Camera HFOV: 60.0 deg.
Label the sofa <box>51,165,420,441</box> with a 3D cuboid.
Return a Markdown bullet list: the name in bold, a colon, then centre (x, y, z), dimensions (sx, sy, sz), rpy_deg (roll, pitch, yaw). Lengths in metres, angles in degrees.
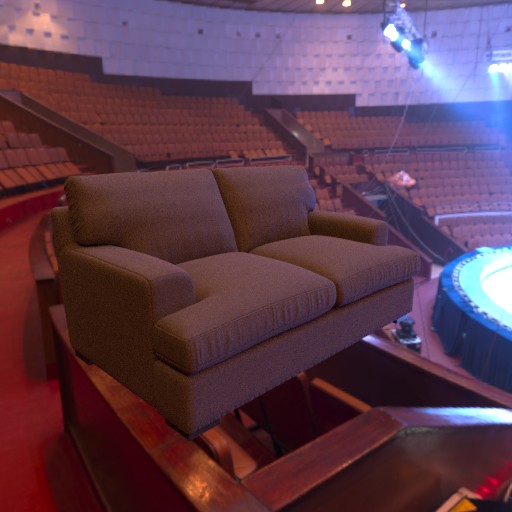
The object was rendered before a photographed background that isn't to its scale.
- **sofa**: centre (0.000, 0.000, 2.512), dimensions (1.140, 0.950, 1.869), rpy_deg (14, 19, 43)
